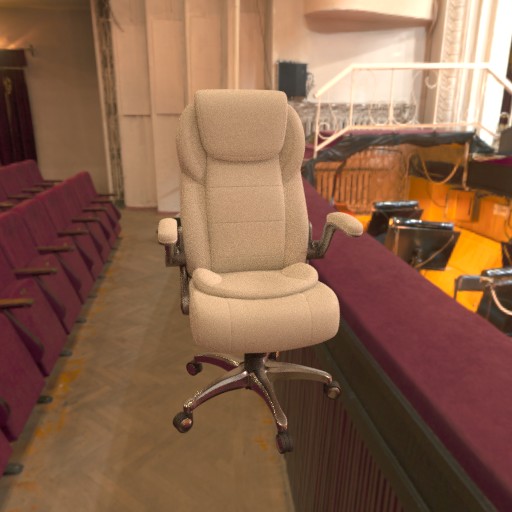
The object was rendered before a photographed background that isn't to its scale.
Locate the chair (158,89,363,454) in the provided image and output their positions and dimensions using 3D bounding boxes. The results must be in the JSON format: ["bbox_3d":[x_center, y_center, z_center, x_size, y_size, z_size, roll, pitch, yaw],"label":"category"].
[{"bbox_3d":[0.000,0.000,1.826,0.755,1.330,0.806,-3,17,-10],"label":"chair"}]
